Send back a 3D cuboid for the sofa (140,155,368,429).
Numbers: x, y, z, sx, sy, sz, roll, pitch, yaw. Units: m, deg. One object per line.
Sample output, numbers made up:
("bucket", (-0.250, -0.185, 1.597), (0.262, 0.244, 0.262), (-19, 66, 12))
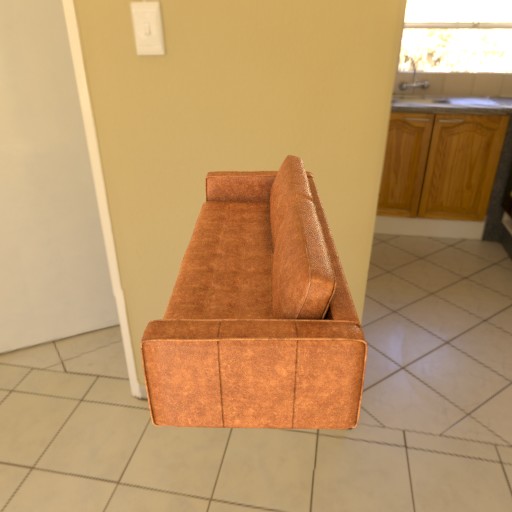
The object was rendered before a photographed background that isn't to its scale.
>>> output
("sofa", (0.000, 0.000, 2.688), (0.886, 0.779, 2.199), (0, 27, 1))
